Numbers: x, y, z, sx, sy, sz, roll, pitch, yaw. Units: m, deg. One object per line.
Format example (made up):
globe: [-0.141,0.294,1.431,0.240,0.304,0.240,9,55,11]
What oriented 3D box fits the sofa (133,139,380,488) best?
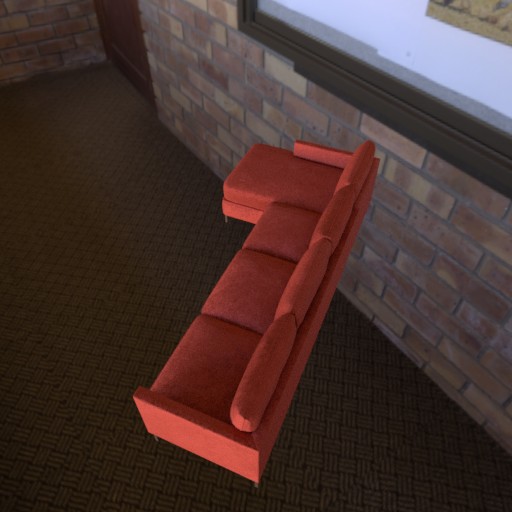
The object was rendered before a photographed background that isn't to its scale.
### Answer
sofa: [0.000,0.000,4.102,1.500,0.967,3.400,17,49,16]
